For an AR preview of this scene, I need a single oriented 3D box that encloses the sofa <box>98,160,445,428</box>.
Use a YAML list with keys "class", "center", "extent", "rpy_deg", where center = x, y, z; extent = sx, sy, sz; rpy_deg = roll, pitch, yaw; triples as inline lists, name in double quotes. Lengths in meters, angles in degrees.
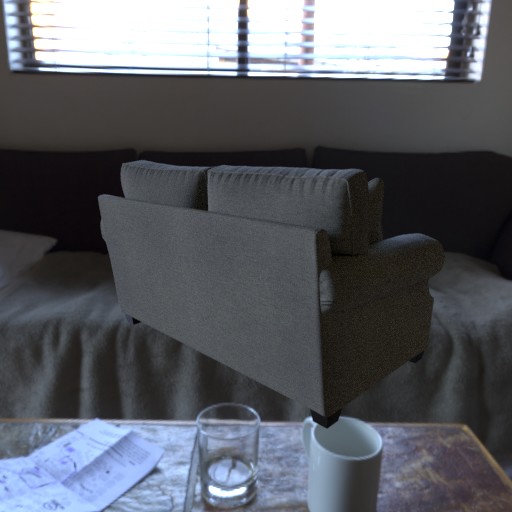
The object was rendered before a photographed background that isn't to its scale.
- class: "sofa"
  center: [0.000, 0.000, 2.331]
  extent: [0.966, 0.966, 1.701]
  rpy_deg: [-13, 19, -43]
